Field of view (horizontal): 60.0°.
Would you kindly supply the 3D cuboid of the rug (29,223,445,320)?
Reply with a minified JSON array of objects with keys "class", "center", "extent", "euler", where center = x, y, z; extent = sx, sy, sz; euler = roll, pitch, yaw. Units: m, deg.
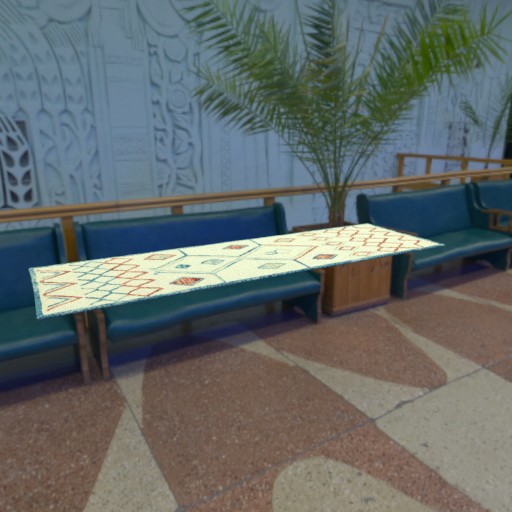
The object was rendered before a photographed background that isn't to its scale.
[{"class":"rug","center":[0.000,0.000,2.676],"extent":[2.435,0.011,0.750],"euler":[-9,19,-27]}]
